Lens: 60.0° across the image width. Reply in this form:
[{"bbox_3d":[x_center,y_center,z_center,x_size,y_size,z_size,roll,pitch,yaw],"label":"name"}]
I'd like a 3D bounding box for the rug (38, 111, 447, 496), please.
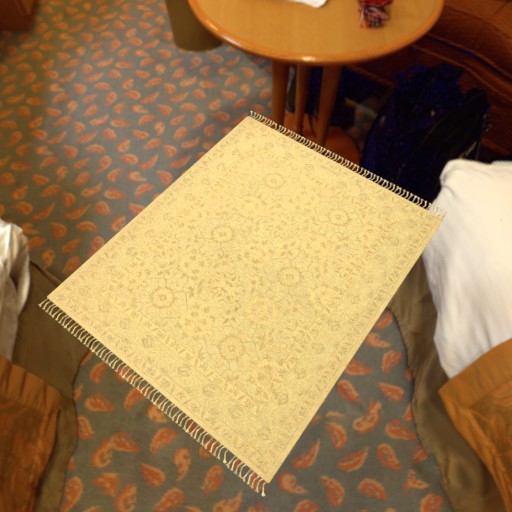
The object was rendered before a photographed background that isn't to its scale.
[{"bbox_3d":[0.000,0.000,4.052,2.444,0.013,3.043,33,64,18],"label":"rug"}]
